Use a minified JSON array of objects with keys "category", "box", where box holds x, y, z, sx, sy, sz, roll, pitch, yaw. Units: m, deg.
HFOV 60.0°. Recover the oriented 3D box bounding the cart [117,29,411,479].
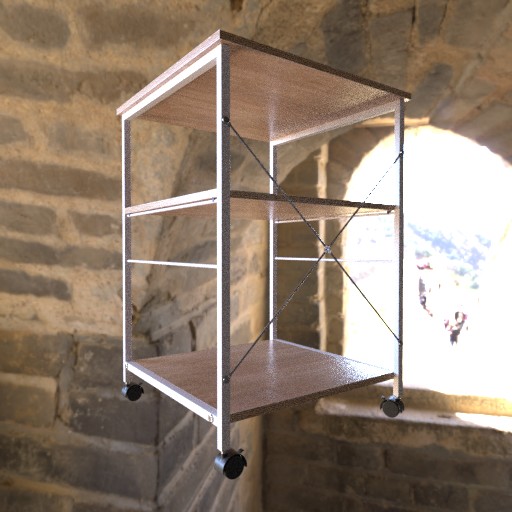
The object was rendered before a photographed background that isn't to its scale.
[{"category":"cart","box":[0.000,0.000,1.101,0.521,0.762,0.520,-1,1,-36]}]
